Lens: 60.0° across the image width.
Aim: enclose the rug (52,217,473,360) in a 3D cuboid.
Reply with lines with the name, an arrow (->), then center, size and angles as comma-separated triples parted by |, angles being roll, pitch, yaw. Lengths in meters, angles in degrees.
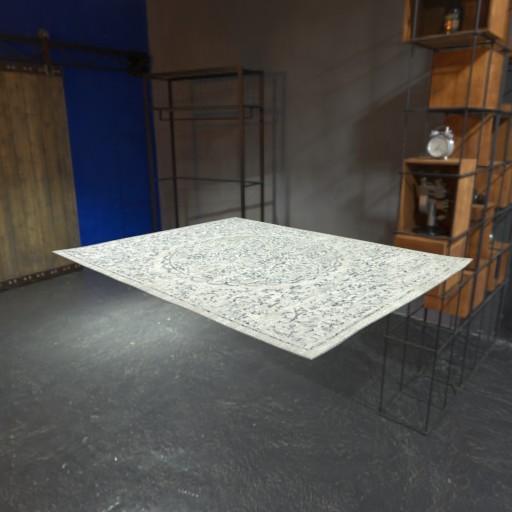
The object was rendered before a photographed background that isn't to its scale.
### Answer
rug -> 0.000, 0.000, 3.911 | 2.925, 0.026, 2.343 | 14, 21, 41
